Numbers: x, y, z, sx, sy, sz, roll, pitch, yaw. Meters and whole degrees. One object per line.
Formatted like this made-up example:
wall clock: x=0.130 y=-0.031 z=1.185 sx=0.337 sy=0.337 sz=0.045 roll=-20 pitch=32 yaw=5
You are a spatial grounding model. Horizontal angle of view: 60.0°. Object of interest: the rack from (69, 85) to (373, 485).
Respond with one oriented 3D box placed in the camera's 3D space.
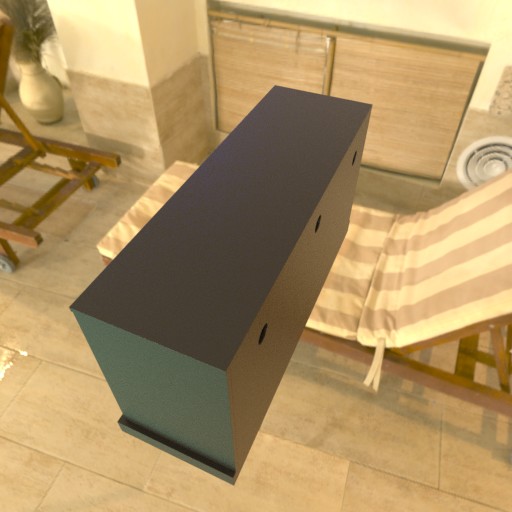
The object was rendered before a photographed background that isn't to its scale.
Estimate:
rack: x=0.000 y=0.000 z=1.513 sx=0.399 sy=0.635 sz=1.206 roll=18 pitch=49 yaw=16
